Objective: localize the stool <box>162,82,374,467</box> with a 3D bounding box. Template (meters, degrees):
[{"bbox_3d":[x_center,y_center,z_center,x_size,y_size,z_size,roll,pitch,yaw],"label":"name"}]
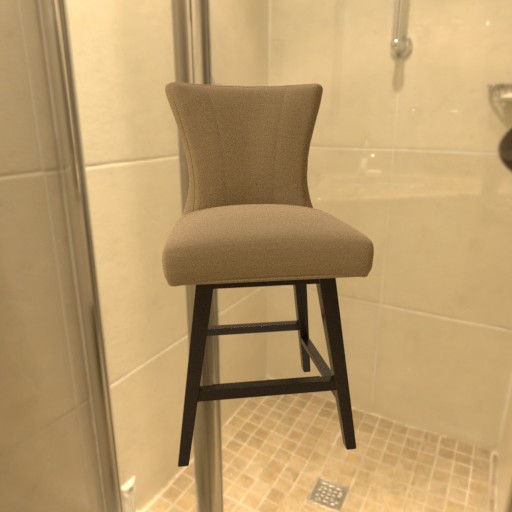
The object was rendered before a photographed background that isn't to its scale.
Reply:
[{"bbox_3d":[0.000,0.000,1.326,0.514,1.000,0.574,-2,17,-8],"label":"stool"}]
